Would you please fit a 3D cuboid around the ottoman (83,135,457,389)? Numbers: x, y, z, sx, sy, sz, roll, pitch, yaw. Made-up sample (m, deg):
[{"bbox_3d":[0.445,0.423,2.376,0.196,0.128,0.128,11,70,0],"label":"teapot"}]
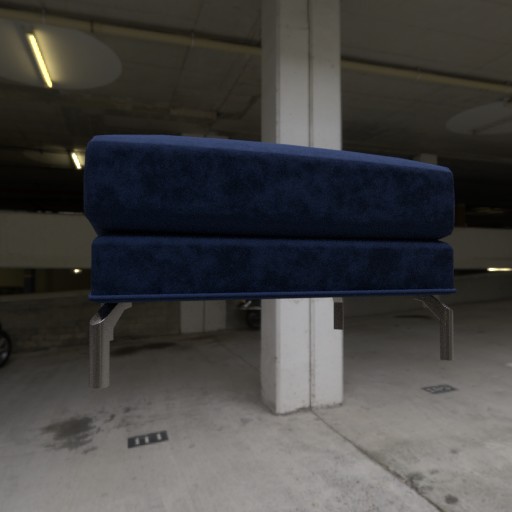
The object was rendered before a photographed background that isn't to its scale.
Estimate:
[{"bbox_3d":[0.000,0.000,1.193,0.835,0.498,0.587,0,-1,-18],"label":"ottoman"}]
